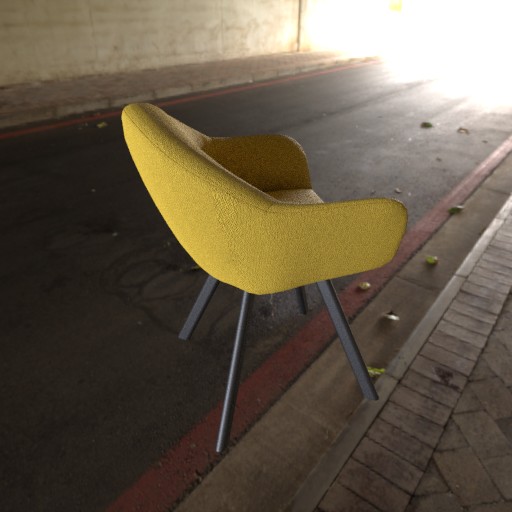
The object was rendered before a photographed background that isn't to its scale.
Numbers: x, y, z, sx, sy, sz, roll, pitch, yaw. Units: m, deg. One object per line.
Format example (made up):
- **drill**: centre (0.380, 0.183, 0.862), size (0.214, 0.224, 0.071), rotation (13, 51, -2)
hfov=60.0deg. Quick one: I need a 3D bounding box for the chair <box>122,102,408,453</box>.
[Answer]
- **chair**: centre (0.000, 0.000, 1.141), size (0.565, 0.775, 0.545), rotation (-10, 31, -18)
